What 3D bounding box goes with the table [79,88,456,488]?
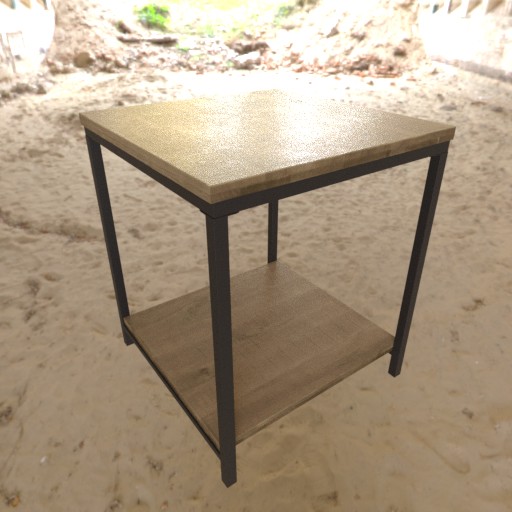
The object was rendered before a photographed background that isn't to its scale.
[{"bbox_3d":[0.000,0.000,0.975,0.503,0.589,0.507,-20,35,-31],"label":"table"}]
